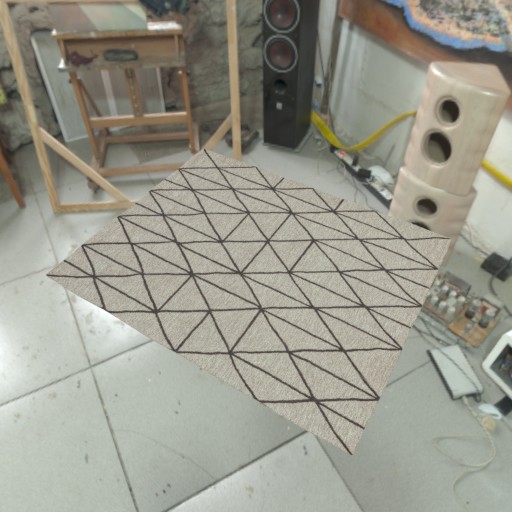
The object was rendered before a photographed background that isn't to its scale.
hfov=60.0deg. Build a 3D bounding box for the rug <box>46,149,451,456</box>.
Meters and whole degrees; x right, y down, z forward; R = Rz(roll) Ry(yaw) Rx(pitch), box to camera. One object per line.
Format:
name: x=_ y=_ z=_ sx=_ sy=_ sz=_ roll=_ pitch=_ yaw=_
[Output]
rug: x=0.000 y=0.000 z=4.222 sx=3.061 sy=0.022 sz=2.468 roll=24 pitch=51 yaw=21
